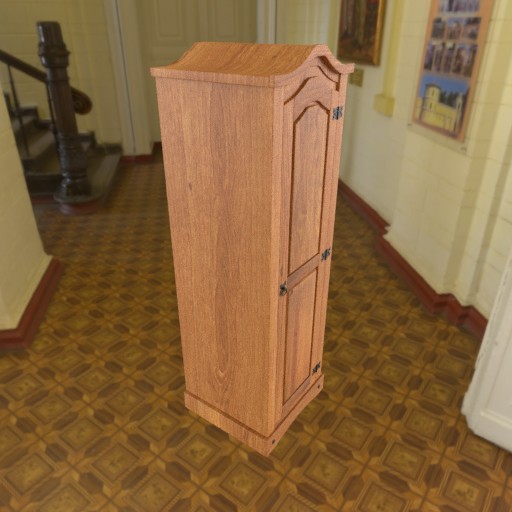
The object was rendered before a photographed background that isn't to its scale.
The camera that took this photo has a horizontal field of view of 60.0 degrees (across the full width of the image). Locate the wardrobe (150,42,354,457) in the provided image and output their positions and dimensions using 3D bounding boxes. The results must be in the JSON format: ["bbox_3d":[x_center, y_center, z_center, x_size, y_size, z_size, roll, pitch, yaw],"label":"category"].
[{"bbox_3d":[0.000,0.000,2.152,0.570,1.870,0.590,19,33,31],"label":"wardrobe"}]
